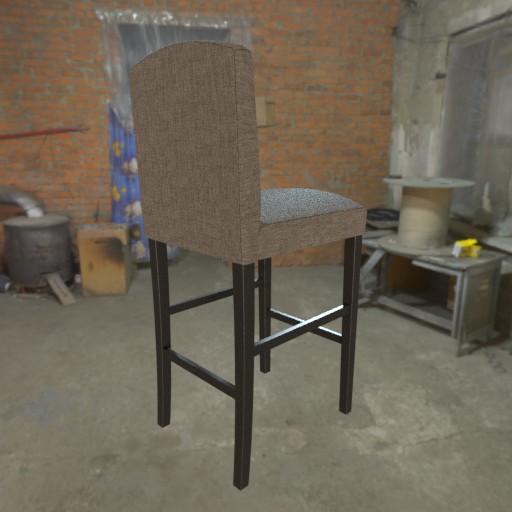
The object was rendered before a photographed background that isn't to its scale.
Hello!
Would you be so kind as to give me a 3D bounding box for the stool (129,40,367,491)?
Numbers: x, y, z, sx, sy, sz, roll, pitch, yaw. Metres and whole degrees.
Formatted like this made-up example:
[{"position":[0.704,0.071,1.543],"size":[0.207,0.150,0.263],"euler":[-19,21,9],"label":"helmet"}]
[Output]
[{"position":[0.000,0.000,1.368],"size":[0.552,1.138,0.451],"euler":[-14,20,-43],"label":"stool"}]
